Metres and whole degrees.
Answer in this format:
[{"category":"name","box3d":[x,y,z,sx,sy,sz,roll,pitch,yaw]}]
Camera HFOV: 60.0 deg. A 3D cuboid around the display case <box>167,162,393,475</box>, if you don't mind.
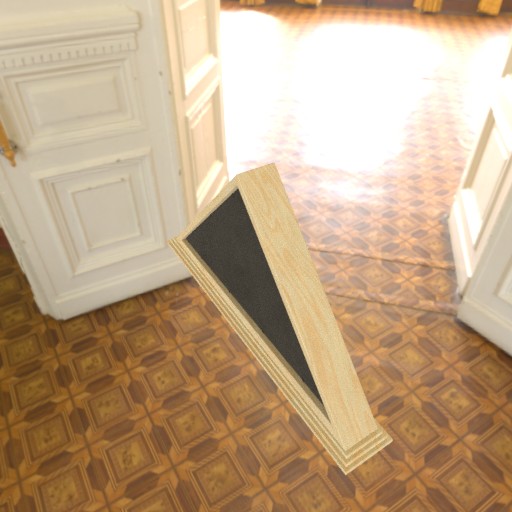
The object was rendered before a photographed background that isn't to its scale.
[{"category":"display case","box3d":[0.000,0.000,0.763,0.095,0.340,0.640,-23,46,-24]}]
